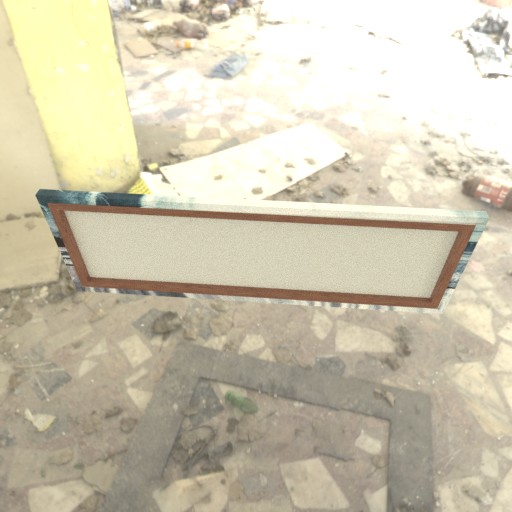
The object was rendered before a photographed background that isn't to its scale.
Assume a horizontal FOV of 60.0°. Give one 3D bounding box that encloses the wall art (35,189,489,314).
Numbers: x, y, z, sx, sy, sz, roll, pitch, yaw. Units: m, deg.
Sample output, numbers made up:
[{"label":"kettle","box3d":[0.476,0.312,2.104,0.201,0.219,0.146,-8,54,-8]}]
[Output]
[{"label":"wall art","box3d":[0.000,0.000,1.676,1.524,0.509,0.037,3,45,3]}]
